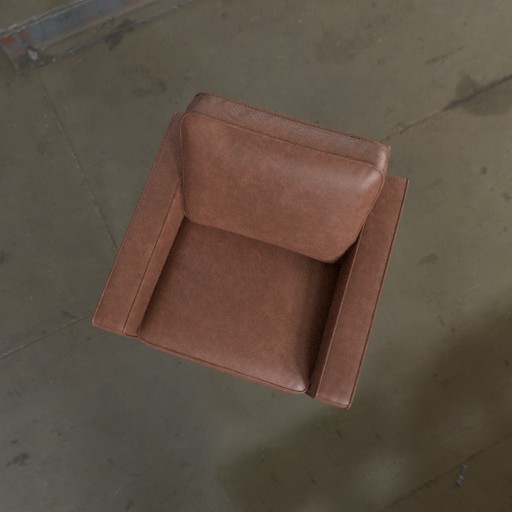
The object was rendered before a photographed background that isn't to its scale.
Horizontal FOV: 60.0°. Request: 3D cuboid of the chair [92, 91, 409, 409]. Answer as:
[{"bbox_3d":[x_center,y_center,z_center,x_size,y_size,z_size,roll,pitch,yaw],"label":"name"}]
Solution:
[{"bbox_3d":[0.000,0.000,1.790,1.017,0.919,0.940,17,78,4],"label":"chair"}]
